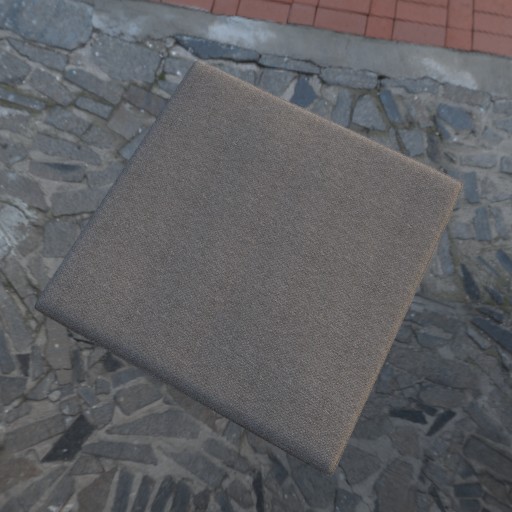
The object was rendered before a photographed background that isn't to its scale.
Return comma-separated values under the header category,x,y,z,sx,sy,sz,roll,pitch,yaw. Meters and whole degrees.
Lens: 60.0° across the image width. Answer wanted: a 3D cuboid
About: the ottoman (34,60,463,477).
category,x,y,z,sx,sy,sz,roll,pitch,yaw
ottoman,0.000,0.000,1.487,0.981,0.378,0.970,27,78,7
